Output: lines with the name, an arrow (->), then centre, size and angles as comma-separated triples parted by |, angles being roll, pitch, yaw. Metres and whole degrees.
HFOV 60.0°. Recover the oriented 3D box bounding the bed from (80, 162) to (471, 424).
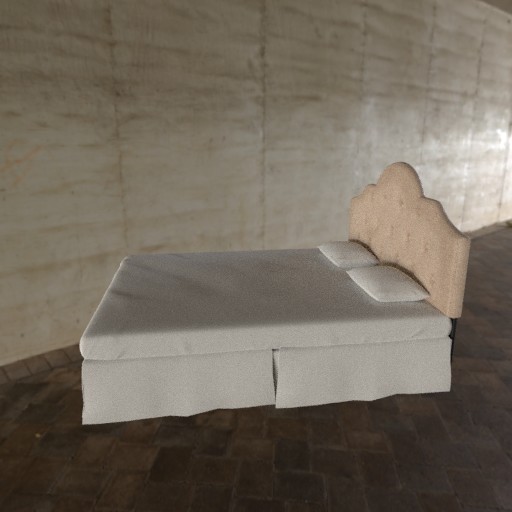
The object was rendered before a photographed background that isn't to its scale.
bed -> 0.000, 0.000, 2.902 | 1.970, 1.194, 1.667 | -2, 15, -8
